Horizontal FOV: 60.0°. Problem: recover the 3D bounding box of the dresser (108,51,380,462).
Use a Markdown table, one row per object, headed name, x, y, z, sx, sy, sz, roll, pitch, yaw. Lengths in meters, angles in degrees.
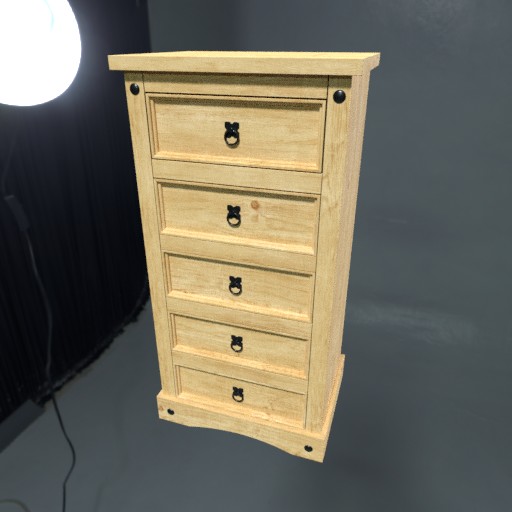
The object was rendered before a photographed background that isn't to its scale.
| name | x | y | z | sx | sy | sz | roll | pitch | yaw |
| --- | --- | --- | --- | --- | --- | --- | --- | --- | --- |
| dresser | 0.000 | 0.000 | 1.255 | 0.531 | 1.041 | 0.390 | 8 | 27 | 16 |
